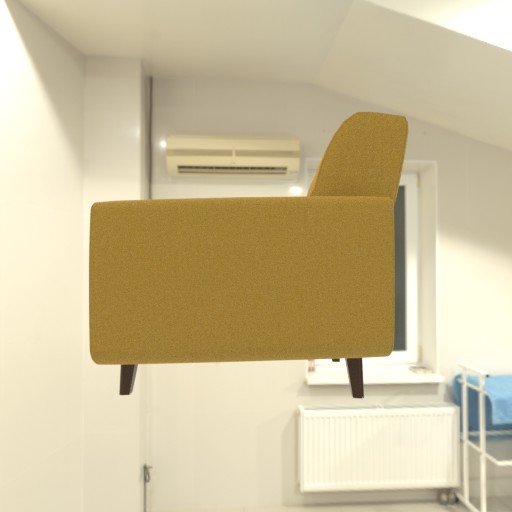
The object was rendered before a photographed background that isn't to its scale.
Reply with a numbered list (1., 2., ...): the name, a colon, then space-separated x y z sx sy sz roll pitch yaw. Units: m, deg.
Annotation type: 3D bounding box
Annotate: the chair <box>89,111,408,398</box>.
1. chair: 0.000 0.000 1.571 0.909 0.841 0.831 0 -1 3
